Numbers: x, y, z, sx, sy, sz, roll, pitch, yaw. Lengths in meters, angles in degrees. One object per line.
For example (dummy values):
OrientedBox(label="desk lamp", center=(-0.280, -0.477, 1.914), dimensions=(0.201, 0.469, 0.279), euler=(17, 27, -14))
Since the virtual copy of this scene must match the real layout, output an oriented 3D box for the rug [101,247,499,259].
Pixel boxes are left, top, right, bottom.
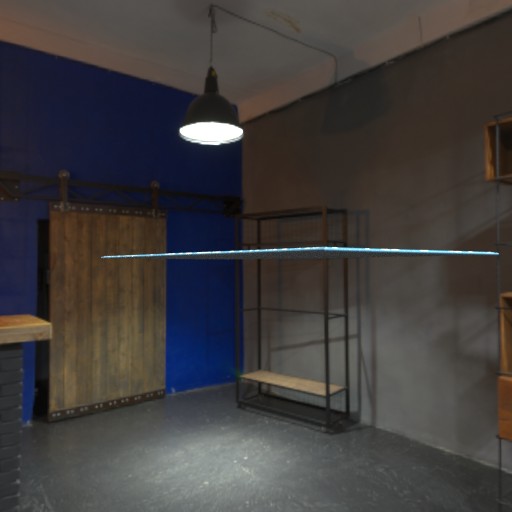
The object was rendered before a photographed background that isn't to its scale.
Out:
OrientedBox(label="rug", center=(0.000, 0.000, 1.414), dimensions=(0.604, 0.007, 1.219), euler=(1, -1, -36))
